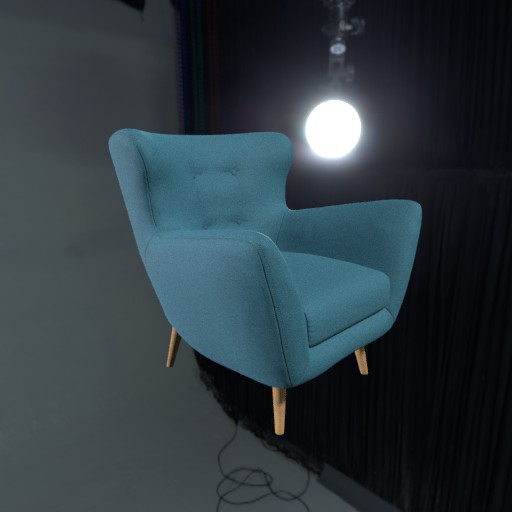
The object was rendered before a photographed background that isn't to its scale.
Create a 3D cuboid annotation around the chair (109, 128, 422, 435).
[{"bbox_3d":[0.000,0.000,1.618,0.889,0.889,0.890,13,20,42],"label":"chair"}]
